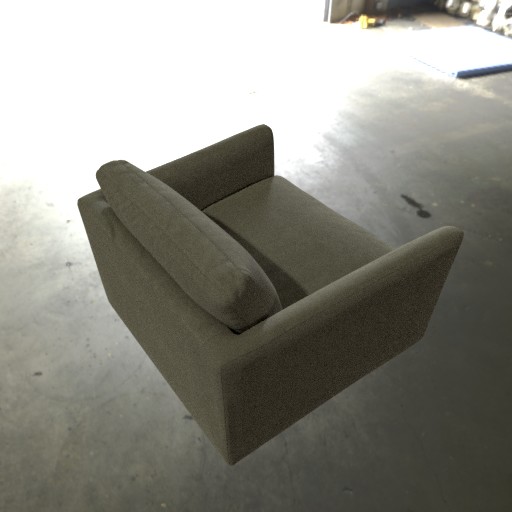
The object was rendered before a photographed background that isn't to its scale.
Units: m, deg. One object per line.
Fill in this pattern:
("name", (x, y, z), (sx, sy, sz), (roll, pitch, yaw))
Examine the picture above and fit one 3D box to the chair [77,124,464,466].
("chair", (0.000, 0.000, 1.899), (1.091, 0.845, 1.190), (-27, 48, -28))
